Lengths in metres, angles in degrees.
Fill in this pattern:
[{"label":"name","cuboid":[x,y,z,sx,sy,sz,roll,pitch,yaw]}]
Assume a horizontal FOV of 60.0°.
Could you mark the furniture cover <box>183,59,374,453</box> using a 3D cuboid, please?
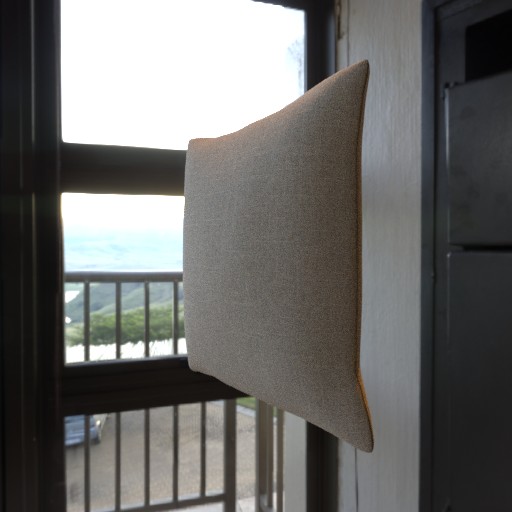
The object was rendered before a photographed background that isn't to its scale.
[{"label":"furniture cover","cuboid":[0.000,0.000,0.773,0.178,0.506,0.512,0,1,-35]}]
